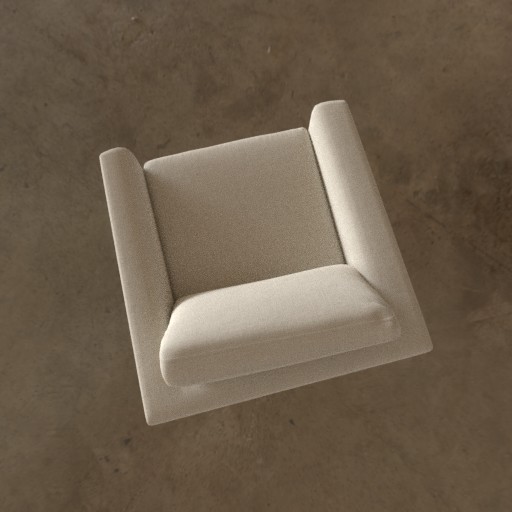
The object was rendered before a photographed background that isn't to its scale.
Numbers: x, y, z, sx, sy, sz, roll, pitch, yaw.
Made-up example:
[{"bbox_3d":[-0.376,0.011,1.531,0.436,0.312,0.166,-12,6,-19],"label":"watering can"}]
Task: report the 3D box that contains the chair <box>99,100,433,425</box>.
[{"bbox_3d":[0.000,0.000,1.875,1.070,0.876,1.100,-14,76,-4],"label":"chair"}]
